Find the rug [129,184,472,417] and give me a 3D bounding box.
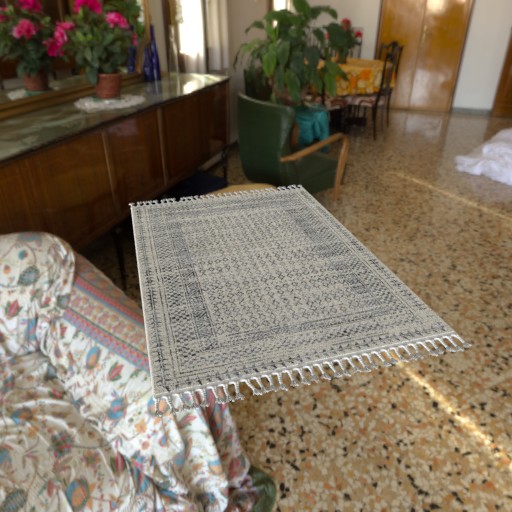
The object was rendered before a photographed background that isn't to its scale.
[{"bbox_3d":[0.000,0.000,2.357,1.243,0.013,1.872,-8,31,-14],"label":"rug"}]
